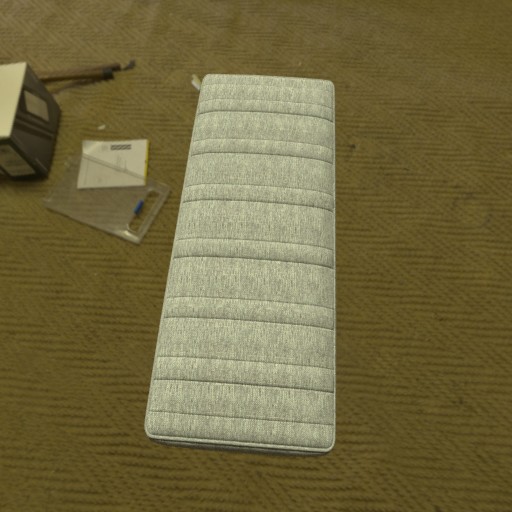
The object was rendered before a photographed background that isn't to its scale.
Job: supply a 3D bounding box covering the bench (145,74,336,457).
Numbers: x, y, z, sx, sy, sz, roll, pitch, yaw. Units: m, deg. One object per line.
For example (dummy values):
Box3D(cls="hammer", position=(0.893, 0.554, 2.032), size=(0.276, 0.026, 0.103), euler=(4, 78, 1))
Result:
Box3D(cls="bench", position=(0.000, 0.000, 1.348), size=(0.429, 0.470, 1.100), euler=(4, 65, 2))
